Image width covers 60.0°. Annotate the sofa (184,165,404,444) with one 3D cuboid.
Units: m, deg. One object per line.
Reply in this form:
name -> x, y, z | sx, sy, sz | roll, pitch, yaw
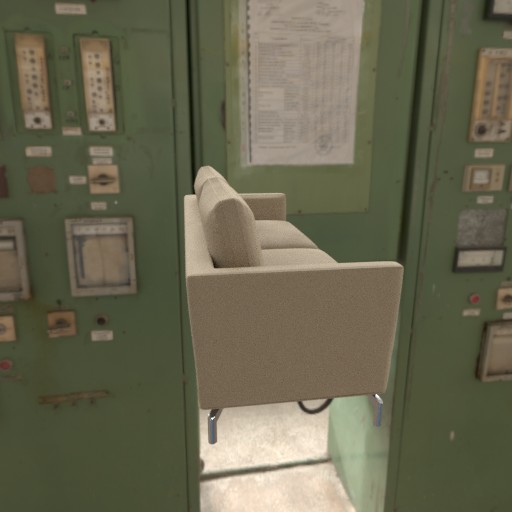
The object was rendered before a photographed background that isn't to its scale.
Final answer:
sofa -> 0.000, 0.000, 2.781 | 0.868, 1.005, 2.214 | -2, 16, -9
